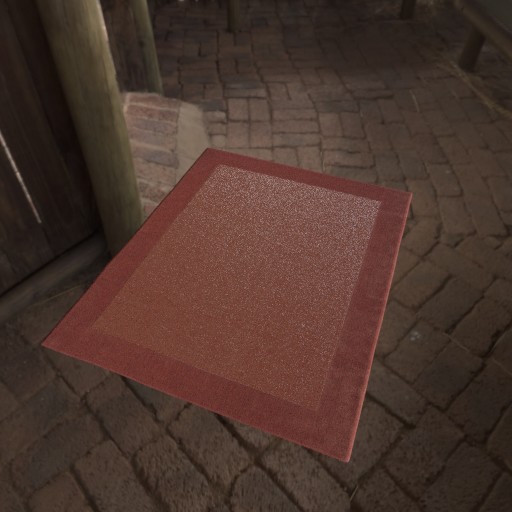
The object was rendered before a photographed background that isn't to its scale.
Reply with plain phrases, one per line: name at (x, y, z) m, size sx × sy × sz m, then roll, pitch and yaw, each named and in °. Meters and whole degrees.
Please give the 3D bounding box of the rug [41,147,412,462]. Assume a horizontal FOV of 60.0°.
rug at (0.000, 0.000, 4.072) m, size 2.430 × 0.018 × 2.976 m, roll 16°, pitch 48°, yaw 15°
